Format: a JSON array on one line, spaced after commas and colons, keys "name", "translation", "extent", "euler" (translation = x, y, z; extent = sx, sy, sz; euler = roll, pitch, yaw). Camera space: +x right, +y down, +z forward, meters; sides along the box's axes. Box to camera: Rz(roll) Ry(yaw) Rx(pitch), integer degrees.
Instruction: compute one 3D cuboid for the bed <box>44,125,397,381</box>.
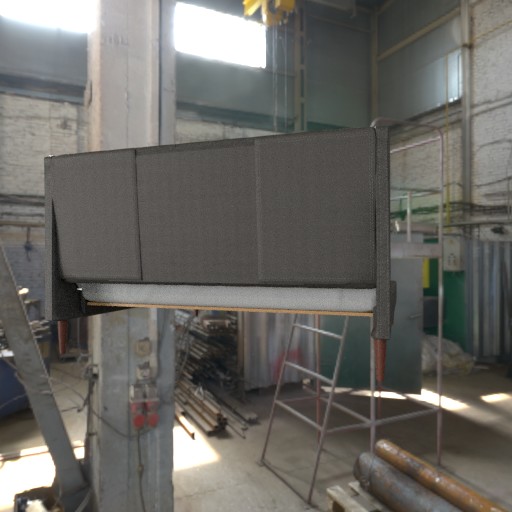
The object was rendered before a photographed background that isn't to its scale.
[{"name": "bed", "translation": [0.000, 0.000, 3.186], "extent": [1.903, 1.158, 2.031], "euler": [0, 0, 19]}]
